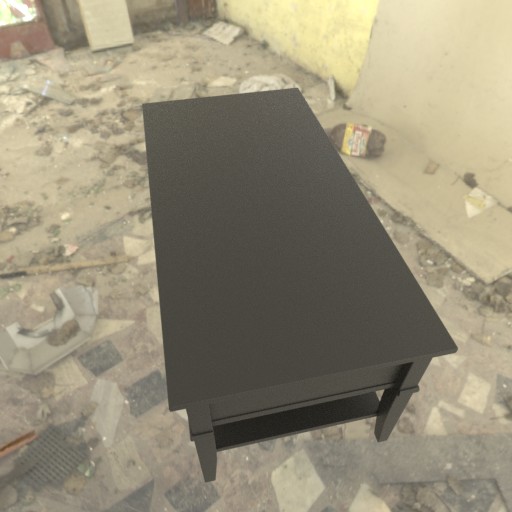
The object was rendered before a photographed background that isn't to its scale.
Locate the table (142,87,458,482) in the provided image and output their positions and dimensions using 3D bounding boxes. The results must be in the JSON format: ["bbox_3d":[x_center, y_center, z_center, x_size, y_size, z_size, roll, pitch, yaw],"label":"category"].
[{"bbox_3d":[0.000,0.000,1.285,0.523,0.470,1.044,-9,47,-9],"label":"table"}]
